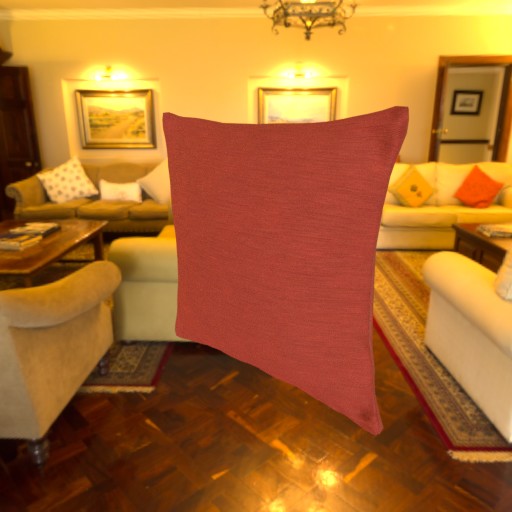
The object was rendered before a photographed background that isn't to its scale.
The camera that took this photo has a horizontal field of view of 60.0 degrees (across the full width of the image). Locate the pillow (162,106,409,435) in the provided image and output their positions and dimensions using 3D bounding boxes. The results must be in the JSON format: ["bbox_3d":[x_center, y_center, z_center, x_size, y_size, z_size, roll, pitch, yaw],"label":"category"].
[{"bbox_3d":[0.000,0.000,0.661,0.435,0.416,0.151,15,22,40],"label":"pillow"}]
